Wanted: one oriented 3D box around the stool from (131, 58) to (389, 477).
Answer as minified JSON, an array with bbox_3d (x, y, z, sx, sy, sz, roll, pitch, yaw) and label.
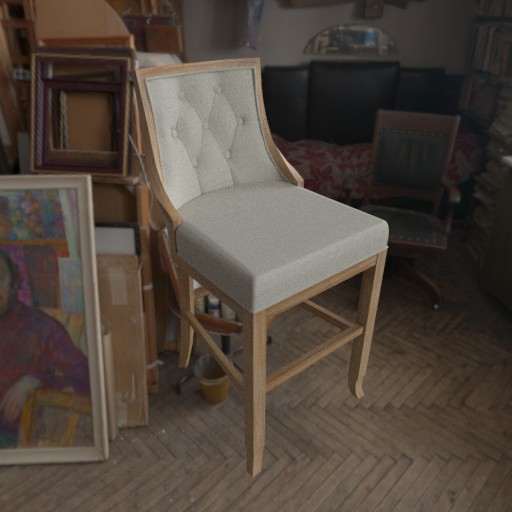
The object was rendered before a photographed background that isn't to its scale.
[{"bbox_3d":[0.000,0.000,1.430,0.524,1.101,0.626,-22,37,-32],"label":"stool"}]
